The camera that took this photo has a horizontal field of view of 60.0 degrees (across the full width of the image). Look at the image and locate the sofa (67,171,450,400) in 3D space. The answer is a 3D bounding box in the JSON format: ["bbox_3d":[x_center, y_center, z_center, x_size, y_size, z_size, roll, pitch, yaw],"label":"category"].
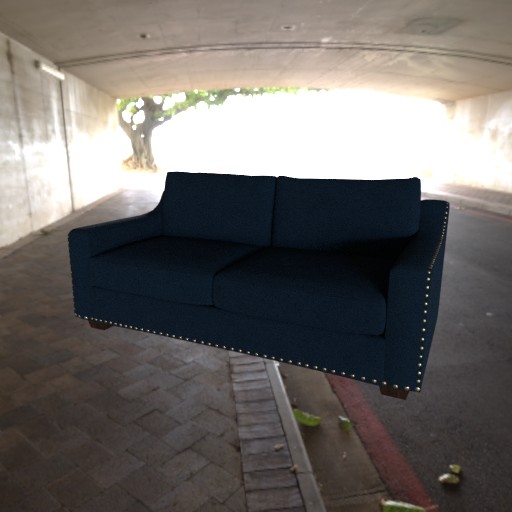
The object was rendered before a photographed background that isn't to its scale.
[{"bbox_3d":[0.000,0.000,2.753,2.107,0.983,1.104,7,15,25],"label":"sofa"}]
